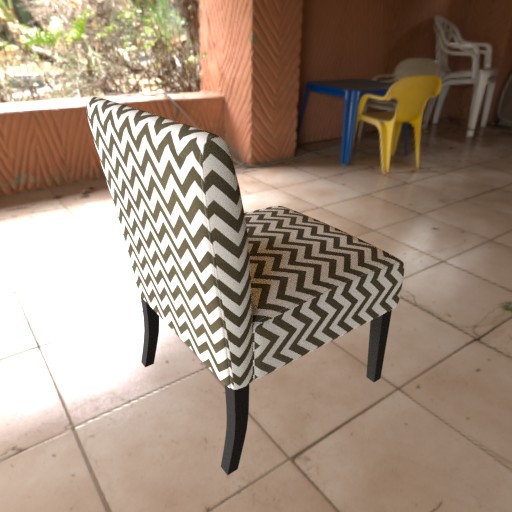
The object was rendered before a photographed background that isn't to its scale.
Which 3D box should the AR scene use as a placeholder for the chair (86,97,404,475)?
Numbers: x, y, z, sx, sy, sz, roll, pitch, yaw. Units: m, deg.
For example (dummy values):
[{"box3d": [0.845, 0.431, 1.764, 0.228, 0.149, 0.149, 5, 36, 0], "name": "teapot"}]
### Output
[{"box3d": [0.000, 0.000, 1.244, 0.648, 0.838, 0.589, -19, 32, -32], "name": "chair"}]
